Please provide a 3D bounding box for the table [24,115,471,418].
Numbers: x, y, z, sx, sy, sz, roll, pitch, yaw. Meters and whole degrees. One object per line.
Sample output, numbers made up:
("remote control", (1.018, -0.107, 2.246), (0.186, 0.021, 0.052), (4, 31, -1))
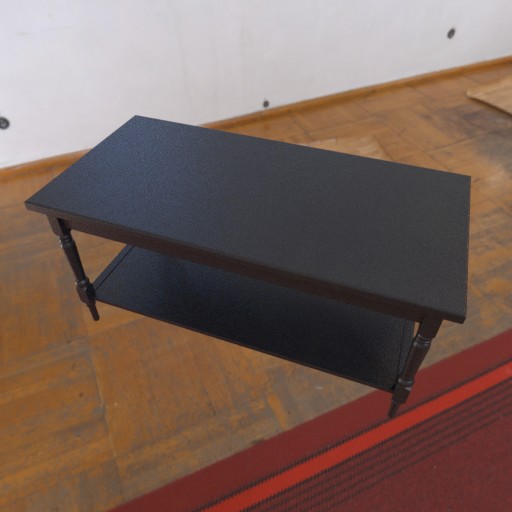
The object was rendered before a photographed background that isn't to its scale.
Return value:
("table", (0.000, 0.000, 1.390), (1.107, 0.510, 0.550), (14, 45, 15))
